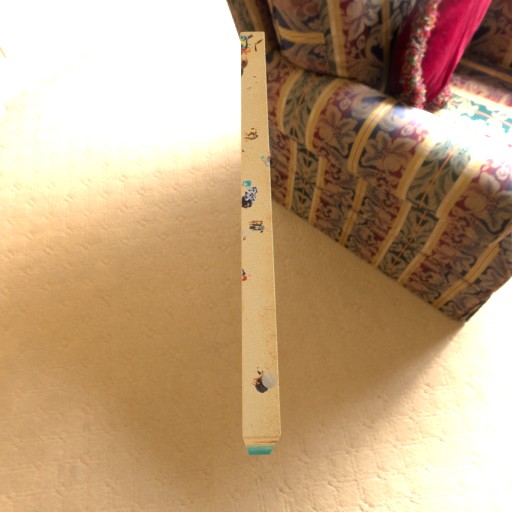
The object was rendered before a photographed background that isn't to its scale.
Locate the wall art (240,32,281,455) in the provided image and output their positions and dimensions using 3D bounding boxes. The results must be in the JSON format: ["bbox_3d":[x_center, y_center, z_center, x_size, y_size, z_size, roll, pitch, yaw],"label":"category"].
[{"bbox_3d":[0.000,0.000,0.763,0.039,0.406,0.609,-1,64,0],"label":"wall art"}]
